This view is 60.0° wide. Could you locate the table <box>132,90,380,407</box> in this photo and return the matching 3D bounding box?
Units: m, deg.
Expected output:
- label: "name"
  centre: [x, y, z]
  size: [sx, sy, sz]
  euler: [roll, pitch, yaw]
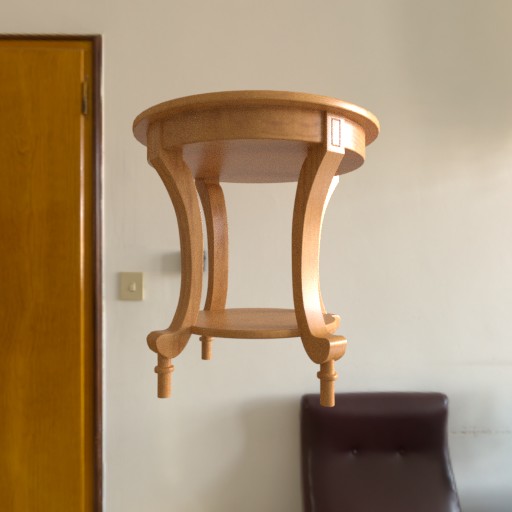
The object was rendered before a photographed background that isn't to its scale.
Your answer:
- label: "table"
  centre: [0.000, 0.000, 1.112]
  size: [0.597, 0.612, 0.597]
  euler: [0, 0, 0]
